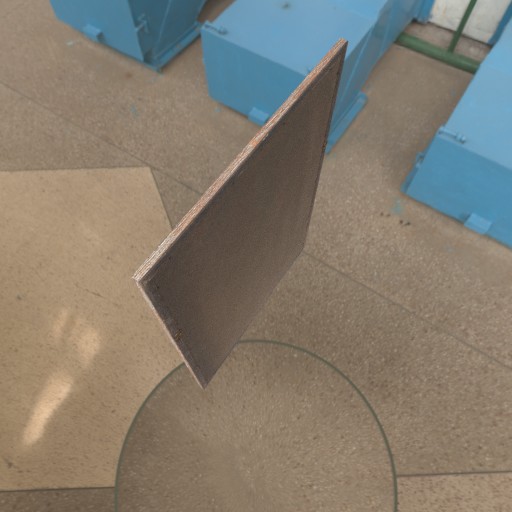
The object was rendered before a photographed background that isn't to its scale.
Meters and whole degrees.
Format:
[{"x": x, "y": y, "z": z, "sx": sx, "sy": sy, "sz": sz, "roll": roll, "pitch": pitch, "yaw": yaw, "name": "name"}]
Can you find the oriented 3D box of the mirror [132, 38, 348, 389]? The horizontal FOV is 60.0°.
[{"x": 0.000, "y": 0.000, "z": 1.302, "sx": 0.025, "sy": 0.996, "sz": 0.705, "roll": 31, "pitch": 68, "yaw": 14, "name": "mirror"}]
